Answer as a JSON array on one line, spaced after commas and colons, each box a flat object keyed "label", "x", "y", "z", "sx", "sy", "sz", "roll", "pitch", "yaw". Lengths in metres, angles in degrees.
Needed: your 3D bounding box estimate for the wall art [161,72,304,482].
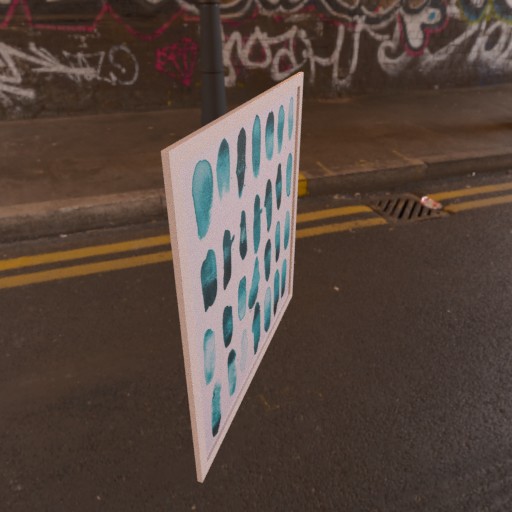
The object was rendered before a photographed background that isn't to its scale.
[{"label": "wall art", "x": 0.000, "y": 0.000, "z": 1.190, "sx": 0.013, "sy": 0.813, "sz": 0.812, "roll": 10, "pitch": 32, "yaw": 17}]
